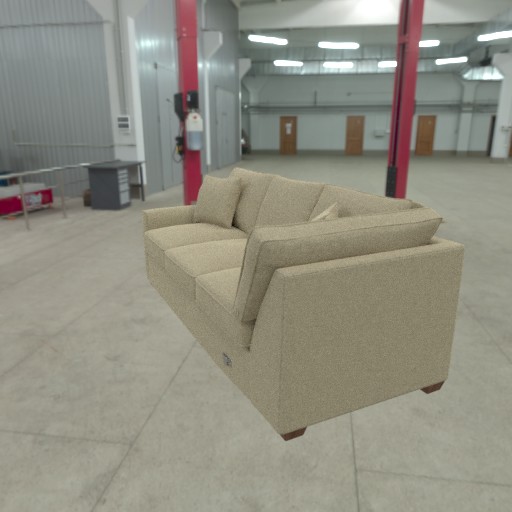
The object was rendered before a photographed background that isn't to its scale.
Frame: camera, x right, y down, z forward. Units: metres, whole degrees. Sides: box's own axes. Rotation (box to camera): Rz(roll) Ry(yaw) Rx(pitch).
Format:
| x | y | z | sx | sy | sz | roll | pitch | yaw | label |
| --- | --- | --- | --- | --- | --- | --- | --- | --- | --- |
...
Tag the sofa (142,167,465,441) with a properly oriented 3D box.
| x | y | z | sx | sy | sz | roll | pitch | yaw | label |
| --- | --- | --- | --- | --- | --- | --- | --- | --- | --- |
| 0.000 | 0.000 | 2.894 | 1.061 | 0.962 | 2.317 | -8 | 18 | -26 | sofa |
